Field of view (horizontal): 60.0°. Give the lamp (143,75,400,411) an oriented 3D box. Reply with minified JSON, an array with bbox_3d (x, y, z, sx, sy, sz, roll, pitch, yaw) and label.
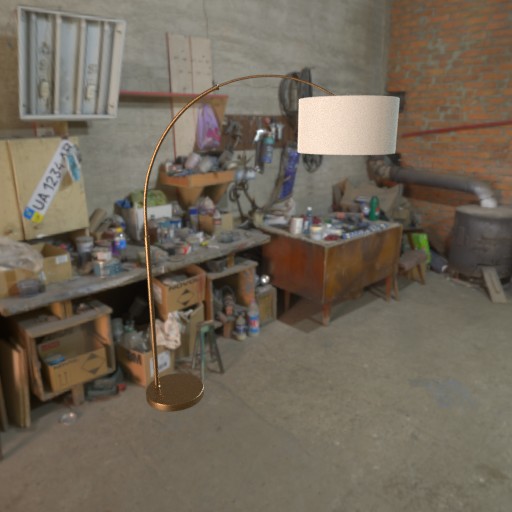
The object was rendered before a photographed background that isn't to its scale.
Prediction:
[{"bbox_3d":[0.000,0.000,2.533,1.434,1.927,0.493,3,16,10],"label":"lamp"}]
